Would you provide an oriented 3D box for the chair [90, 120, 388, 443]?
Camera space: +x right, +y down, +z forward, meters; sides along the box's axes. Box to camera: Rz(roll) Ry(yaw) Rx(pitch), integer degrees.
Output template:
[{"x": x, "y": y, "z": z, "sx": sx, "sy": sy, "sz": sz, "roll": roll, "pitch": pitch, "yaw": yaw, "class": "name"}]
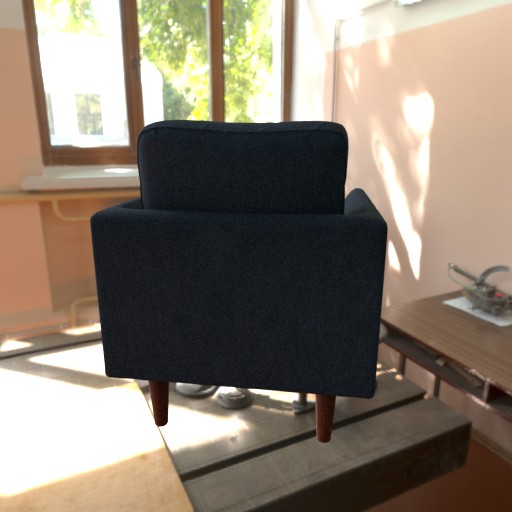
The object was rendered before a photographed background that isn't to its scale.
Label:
[{"x": 0.000, "y": 0.000, "z": 1.655, "sx": 0.858, "sy": 0.957, "sz": 0.899, "roll": 2, "pitch": 16, "yaw": 8, "class": "chair"}]
